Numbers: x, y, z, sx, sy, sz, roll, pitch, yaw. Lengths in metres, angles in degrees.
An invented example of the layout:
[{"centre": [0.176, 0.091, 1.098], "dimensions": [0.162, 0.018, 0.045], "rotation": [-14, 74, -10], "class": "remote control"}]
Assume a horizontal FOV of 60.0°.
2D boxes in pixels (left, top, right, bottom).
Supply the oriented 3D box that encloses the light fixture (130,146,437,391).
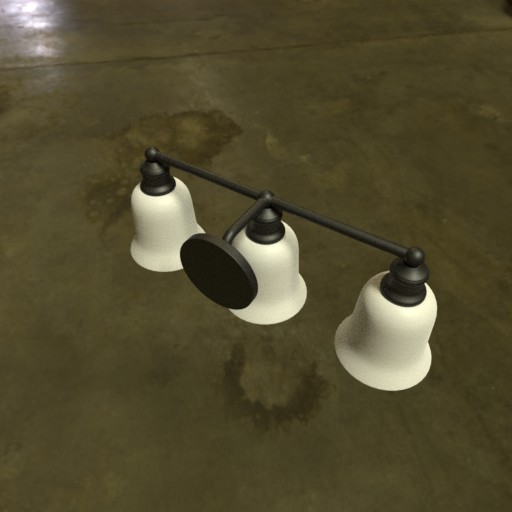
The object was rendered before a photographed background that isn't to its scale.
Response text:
[{"centre": [0.000, 0.000, 0.670], "dimensions": [0.570, 0.211, 0.198], "rotation": [24, 50, 23], "class": "light fixture"}]
